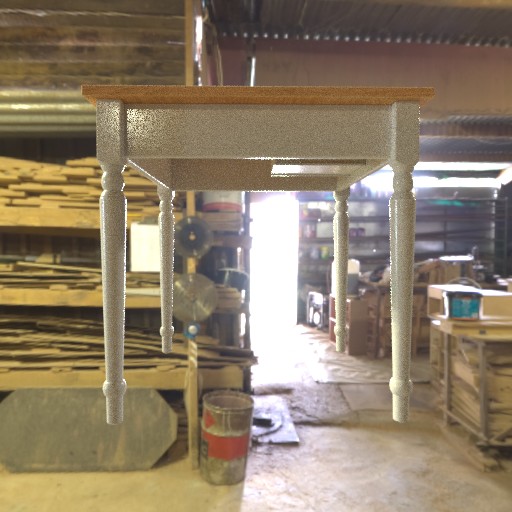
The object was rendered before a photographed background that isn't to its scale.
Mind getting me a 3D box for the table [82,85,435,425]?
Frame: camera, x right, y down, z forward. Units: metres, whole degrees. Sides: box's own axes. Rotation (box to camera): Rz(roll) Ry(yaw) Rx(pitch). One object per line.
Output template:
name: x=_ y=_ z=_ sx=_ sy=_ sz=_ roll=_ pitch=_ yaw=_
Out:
table: x=0.000 y=0.000 z=1.319 sx=0.747 sy=0.738 sz=0.747 roll=0 pitch=2 yaw=-1
